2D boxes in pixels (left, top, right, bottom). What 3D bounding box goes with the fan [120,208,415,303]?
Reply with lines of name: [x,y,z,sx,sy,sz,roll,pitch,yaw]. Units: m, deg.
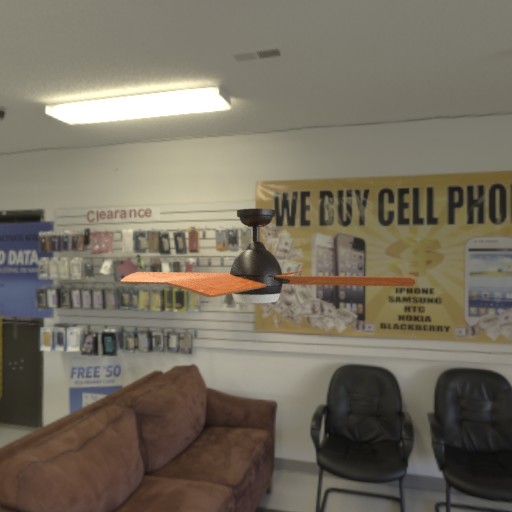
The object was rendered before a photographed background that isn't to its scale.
fan: [0.000,0.000,1.968,1.332,0.403,1.332,0,0,19]
